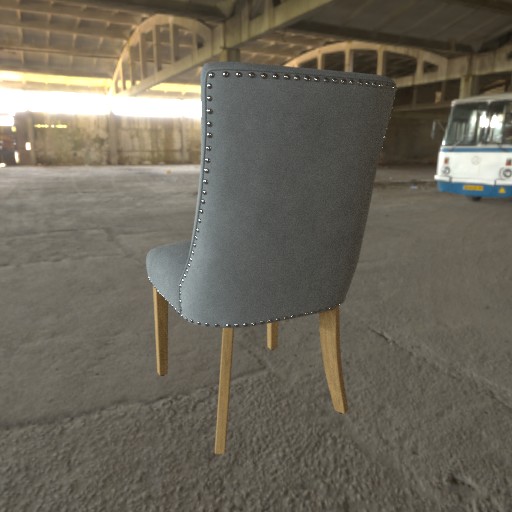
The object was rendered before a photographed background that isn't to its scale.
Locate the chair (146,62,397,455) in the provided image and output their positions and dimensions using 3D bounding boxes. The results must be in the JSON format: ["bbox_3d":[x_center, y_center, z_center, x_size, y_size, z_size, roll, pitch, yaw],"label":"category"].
[{"bbox_3d":[0.000,0.000,1.238,0.495,0.902,0.610,-7,16,-26],"label":"chair"}]
